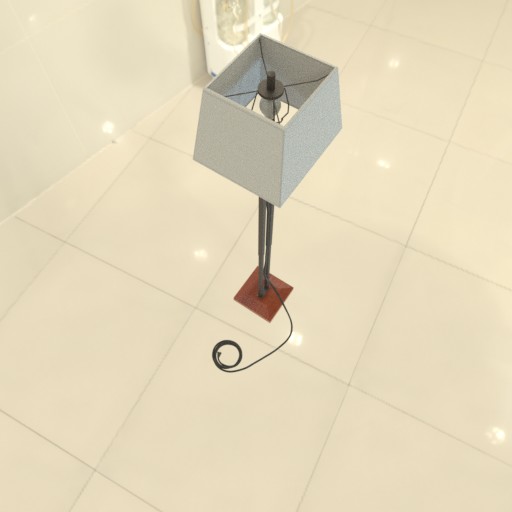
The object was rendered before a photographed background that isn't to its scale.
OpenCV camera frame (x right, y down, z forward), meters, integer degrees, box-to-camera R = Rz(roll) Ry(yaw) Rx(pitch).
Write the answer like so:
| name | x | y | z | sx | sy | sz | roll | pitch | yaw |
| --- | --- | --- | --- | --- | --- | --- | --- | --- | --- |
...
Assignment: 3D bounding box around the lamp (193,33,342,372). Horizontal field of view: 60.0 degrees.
| name | x | y | z | sx | sy | sz | roll | pitch | yaw |
| --- | --- | --- | --- | --- | --- | --- | --- | --- | --- |
| lamp | 0.000 | 0.000 | 1.984 | 0.472 | 1.712 | 0.745 | 31 | 67 | 15 |
